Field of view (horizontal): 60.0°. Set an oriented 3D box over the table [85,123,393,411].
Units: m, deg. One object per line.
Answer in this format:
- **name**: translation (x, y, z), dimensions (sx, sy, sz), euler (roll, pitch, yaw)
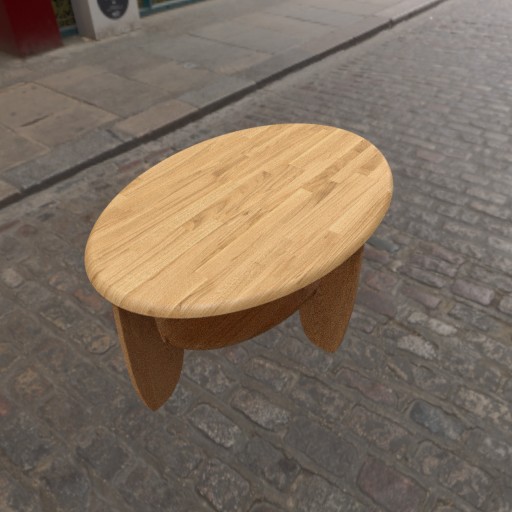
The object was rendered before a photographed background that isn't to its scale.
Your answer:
- **table**: translation (0.000, 0.000, 1.402), dimensions (0.690, 0.490, 1.040), euler (26, 47, 27)
